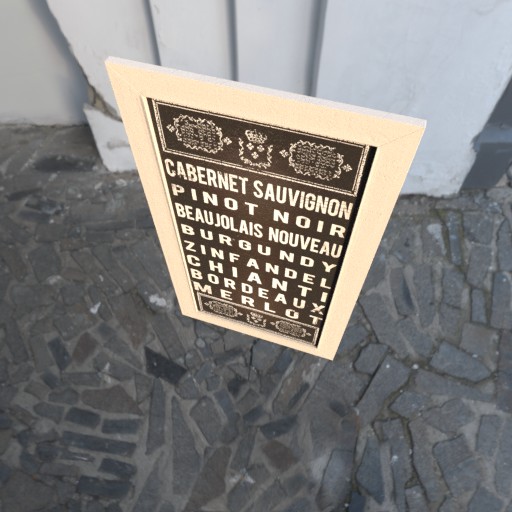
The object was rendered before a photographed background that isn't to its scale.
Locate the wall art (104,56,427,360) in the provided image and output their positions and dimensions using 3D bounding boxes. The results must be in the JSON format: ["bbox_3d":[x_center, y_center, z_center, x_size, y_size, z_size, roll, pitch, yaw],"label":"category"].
[{"bbox_3d":[0.000,0.000,0.787,0.380,0.683,0.013,15,58,10],"label":"wall art"}]
